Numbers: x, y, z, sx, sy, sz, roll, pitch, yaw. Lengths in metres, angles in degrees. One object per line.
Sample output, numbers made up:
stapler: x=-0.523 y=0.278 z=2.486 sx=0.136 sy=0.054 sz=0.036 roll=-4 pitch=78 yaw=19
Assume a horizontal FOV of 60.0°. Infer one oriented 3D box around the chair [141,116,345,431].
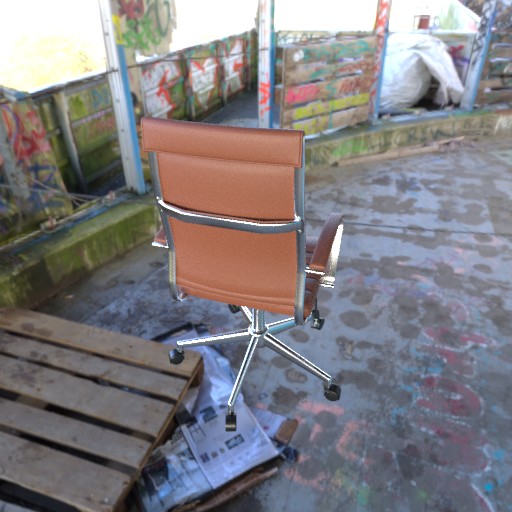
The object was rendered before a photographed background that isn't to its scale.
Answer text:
chair: x=0.000 y=0.000 z=1.666 sx=0.766 sy=1.149 sz=0.739 roll=9 pitch=33 yaw=15
